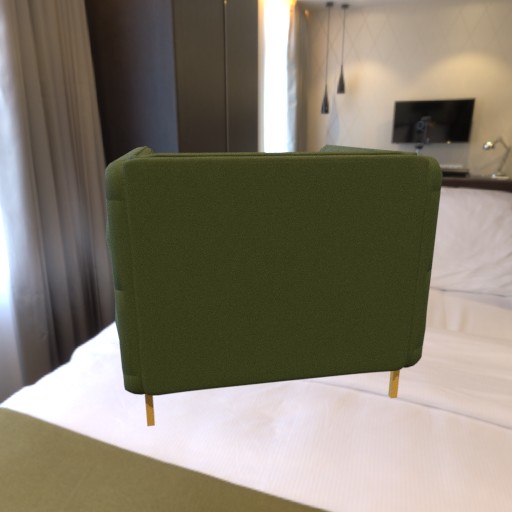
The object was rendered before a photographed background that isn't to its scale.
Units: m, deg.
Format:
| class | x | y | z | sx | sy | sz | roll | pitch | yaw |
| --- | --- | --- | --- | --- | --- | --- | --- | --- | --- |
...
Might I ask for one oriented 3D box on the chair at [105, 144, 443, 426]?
| class | x | y | z | sx | sy | sz | roll | pitch | yaw |
| --- | --- | --- | --- | --- | --- | --- | --- | --- | --- |
| chair | 0.000 | 0.000 | 1.595 | 0.917 | 0.768 | 0.855 | -3 | 16 | -10 |
